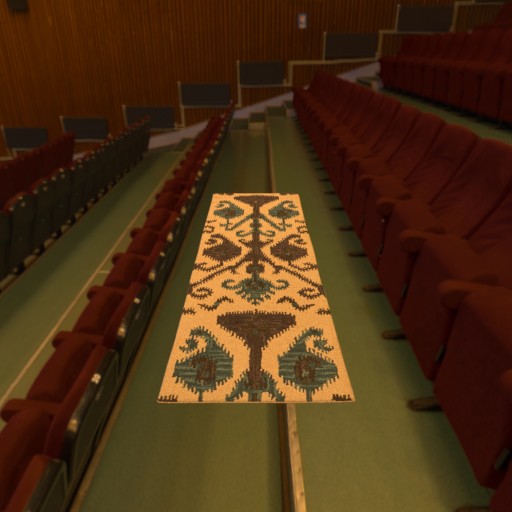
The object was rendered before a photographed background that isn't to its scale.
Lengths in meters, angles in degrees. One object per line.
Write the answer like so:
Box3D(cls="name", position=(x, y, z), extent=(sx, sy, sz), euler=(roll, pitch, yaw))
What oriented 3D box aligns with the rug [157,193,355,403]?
Box3D(cls="rug", position=(0.000, 0.000, 2.567), extent=(0.692, 0.017, 2.301), euler=(0, 26, 0))
